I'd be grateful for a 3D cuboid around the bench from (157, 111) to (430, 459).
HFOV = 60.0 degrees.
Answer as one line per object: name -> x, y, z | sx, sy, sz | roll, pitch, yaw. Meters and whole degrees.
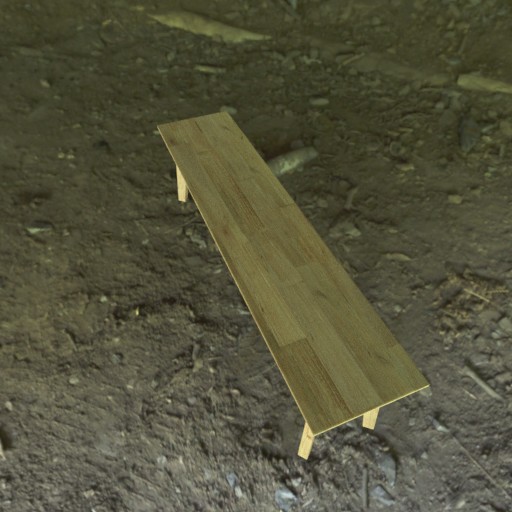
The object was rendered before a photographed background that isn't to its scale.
bench -> 0.000, 0.000, 1.920 | 0.378, 0.431, 1.698 | -17, 49, -15
